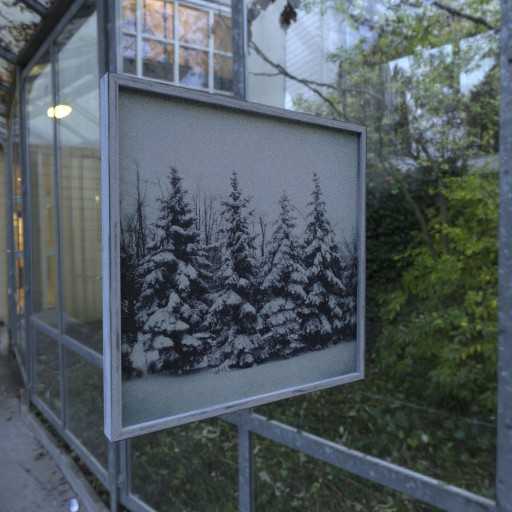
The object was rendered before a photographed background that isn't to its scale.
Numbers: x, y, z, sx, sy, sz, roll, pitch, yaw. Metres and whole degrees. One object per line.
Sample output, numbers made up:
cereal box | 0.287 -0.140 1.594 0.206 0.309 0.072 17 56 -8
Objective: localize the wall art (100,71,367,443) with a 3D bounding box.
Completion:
wall art | 0.000 0.000 0.760 0.506 0.506 0.038 -1 2 -34
